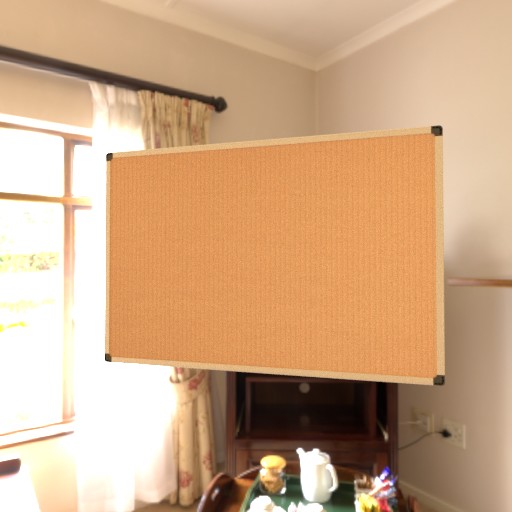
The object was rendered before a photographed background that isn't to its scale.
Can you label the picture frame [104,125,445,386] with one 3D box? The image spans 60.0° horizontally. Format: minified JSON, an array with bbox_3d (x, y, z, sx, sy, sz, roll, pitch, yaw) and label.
[{"bbox_3d":[0.000,0.000,1.145,0.900,0.600,0.010,0,-1,16],"label":"picture frame"}]
